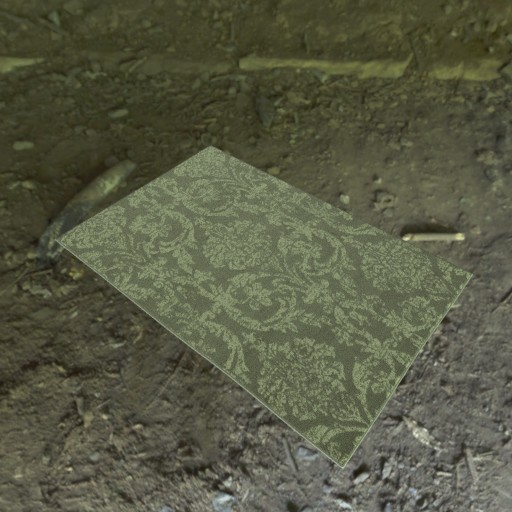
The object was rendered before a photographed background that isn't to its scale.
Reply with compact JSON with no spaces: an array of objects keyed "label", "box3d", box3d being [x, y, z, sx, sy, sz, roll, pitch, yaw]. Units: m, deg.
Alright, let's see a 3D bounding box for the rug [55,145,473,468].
[{"label":"rug","box3d":[0.000,0.000,2.304,1.824,0.012,1.206,31,54,26]}]
